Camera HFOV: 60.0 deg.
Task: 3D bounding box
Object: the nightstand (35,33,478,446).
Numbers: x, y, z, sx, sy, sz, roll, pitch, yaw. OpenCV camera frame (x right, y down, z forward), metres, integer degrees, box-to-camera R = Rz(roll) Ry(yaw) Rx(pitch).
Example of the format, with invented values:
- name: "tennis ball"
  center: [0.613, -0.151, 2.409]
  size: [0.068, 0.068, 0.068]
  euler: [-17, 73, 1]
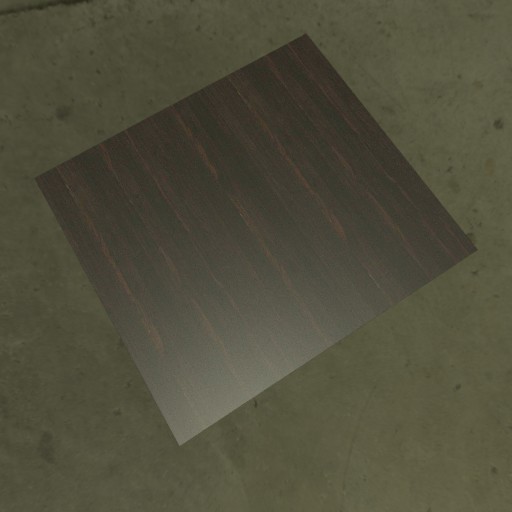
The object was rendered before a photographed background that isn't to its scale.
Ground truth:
- name: "nightstand"
  center: [0.000, 0.000, 0.812]
  size: [0.461, 0.460, 0.400]
  euler: [-31, 77, -8]
